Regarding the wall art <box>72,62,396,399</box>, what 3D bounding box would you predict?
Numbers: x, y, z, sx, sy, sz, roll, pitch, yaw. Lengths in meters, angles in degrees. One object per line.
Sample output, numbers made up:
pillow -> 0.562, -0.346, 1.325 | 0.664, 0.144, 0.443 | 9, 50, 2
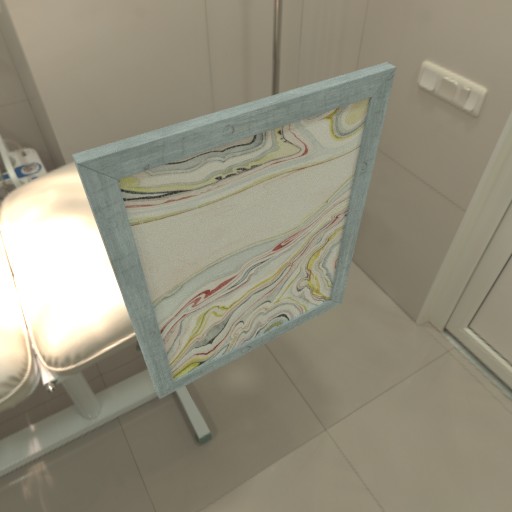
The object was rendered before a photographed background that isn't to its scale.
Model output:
wall art -> 0.000, 0.000, 0.797 | 0.479, 0.582, 0.022 | -24, 51, -21
